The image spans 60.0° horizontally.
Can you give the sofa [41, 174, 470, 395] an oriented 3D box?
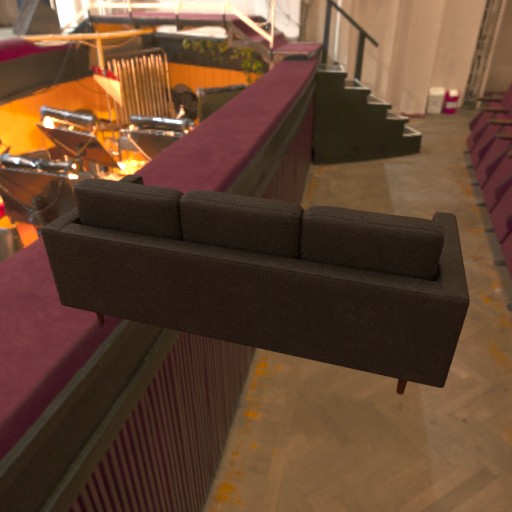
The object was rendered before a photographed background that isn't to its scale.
[{"bbox_3d":[0.000,0.000,2.459,2.029,0.899,0.879,9,32,15],"label":"sofa"}]
